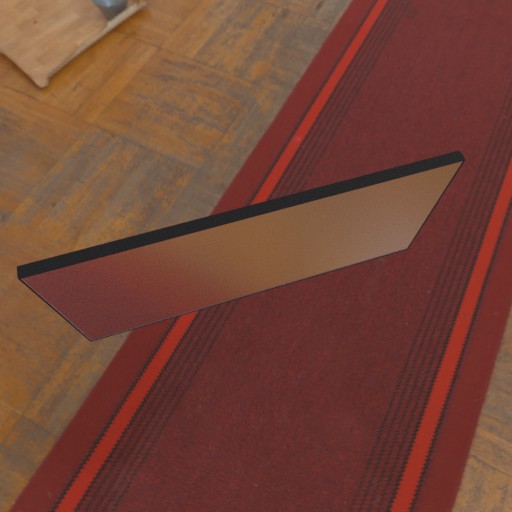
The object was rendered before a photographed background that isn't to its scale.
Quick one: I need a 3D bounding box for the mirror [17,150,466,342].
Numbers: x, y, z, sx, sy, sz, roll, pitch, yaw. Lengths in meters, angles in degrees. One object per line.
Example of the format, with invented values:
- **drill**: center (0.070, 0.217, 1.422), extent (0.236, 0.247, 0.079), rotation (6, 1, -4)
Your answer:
- **mirror**: center (0.000, 0.000, 1.817), extent (1.584, 0.692, 0.047), rotation (-16, 64, -8)
